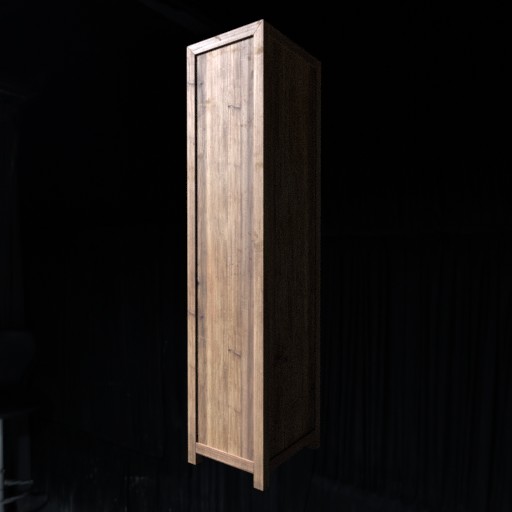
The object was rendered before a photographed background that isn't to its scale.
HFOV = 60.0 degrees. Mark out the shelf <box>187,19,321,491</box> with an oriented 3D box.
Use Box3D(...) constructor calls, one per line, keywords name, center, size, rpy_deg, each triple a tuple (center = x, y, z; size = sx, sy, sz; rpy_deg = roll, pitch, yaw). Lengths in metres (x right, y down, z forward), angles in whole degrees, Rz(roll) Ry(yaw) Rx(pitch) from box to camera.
Box3D(name="shelf", center=(0.000, 0.000, 2.111), size=(0.428, 1.900, 0.500), rpy_deg=(1, 1, 35))
